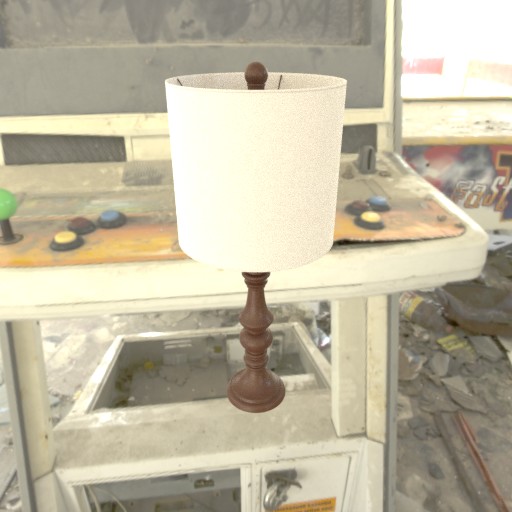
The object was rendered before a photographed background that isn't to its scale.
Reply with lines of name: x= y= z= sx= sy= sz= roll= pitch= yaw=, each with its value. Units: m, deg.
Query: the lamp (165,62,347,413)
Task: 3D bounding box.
lamp: x=0.000 y=0.000 z=0.743 sx=0.250 sy=0.597 sz=0.250 roll=9 pitch=28 yaw=17
